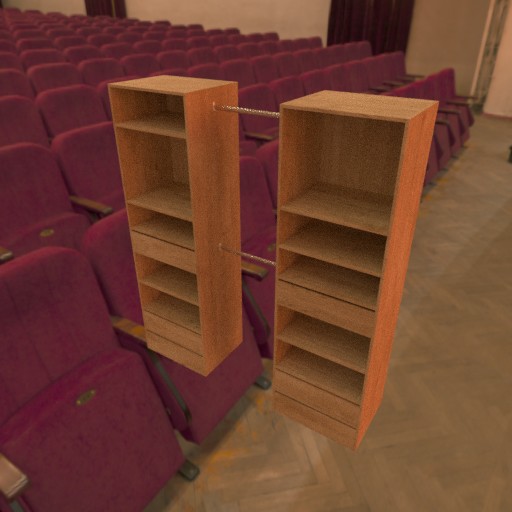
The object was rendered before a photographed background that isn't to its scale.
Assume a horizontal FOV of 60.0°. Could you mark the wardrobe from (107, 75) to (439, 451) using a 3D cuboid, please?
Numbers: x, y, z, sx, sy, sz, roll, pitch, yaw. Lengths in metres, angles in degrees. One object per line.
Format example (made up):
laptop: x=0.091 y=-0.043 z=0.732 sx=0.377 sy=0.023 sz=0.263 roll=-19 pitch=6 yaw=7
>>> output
wardrobe: x=0.000 y=0.000 z=2.843 sx=1.770 sy=2.000 sz=0.480 roll=17 pitch=33 yaw=28
